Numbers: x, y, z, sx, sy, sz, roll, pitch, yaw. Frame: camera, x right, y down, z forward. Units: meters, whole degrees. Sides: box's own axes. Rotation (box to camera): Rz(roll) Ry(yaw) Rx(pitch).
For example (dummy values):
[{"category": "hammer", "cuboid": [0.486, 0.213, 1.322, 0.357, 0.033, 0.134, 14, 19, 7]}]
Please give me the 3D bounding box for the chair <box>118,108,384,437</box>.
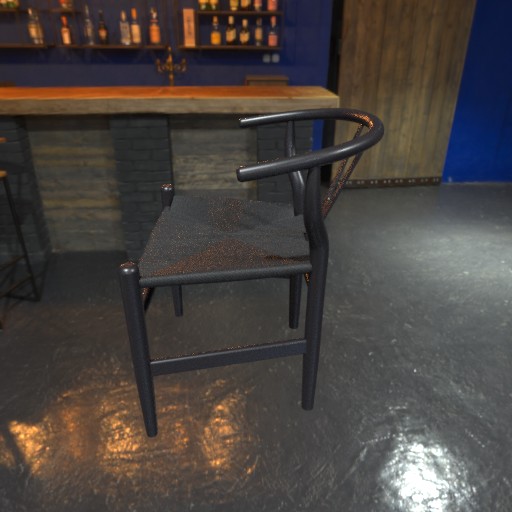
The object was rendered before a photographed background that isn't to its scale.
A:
[{"category": "chair", "cuboid": [0.000, 0.000, 1.196, 0.579, 0.730, 0.569, -1, 27, -1]}]
